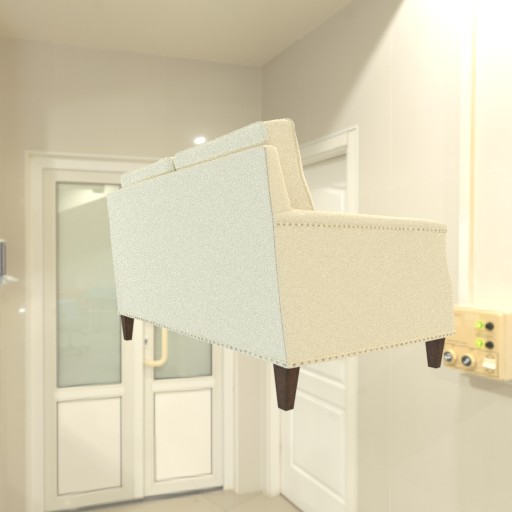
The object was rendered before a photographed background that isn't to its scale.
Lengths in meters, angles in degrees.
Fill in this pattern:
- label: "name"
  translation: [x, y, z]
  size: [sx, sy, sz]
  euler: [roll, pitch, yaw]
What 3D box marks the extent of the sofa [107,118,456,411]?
- label: "sofa"
  translation: [0.000, 0.000, 2.295]
  size: [1.084, 1.003, 1.597]
  euler: [0, 1, -37]
